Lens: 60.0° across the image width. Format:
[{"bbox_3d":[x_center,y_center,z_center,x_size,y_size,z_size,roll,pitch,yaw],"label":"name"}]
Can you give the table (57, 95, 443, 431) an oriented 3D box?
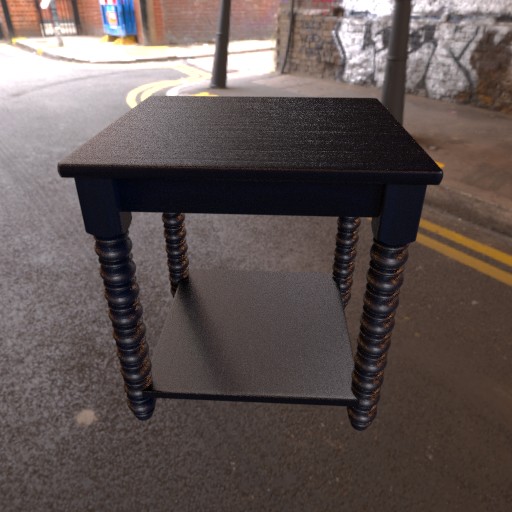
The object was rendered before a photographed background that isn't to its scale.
[{"bbox_3d":[0.000,0.000,0.957,0.533,0.567,0.500,2,30,3],"label":"table"}]
